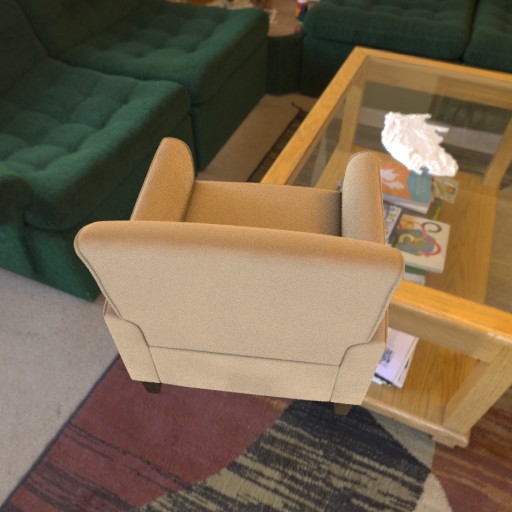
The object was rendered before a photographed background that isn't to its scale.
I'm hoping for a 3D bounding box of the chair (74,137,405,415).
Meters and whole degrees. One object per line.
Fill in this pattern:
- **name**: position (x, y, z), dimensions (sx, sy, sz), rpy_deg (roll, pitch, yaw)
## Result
- **chair**: position (0.000, 0.000, 1.541), dimensions (0.820, 0.915, 0.821), rpy_deg (5, 48, 4)
